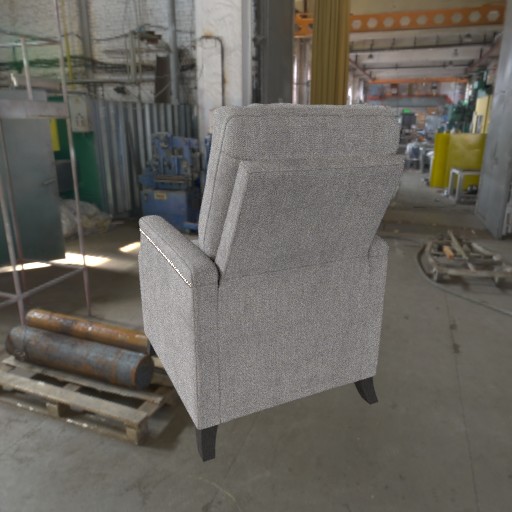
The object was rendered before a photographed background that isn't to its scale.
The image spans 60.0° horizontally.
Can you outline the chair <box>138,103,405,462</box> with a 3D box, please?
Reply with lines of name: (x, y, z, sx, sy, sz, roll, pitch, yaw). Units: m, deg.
chair: (0.000, 0.000, 1.635, 0.710, 1.049, 0.922, -8, 19, -25)
